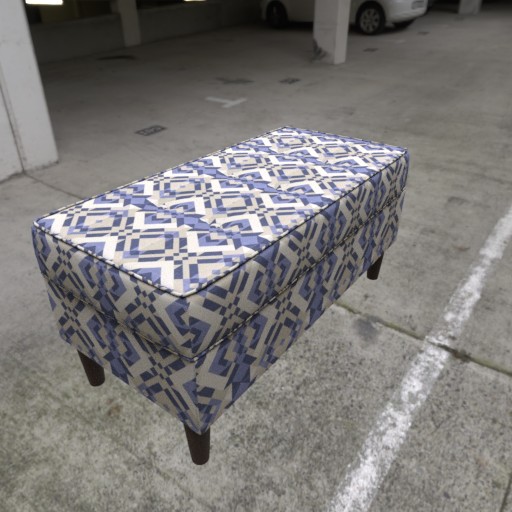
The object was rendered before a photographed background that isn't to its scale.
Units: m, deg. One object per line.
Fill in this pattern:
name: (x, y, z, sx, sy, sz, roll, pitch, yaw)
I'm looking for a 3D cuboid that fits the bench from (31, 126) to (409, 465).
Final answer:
bench: (0.000, 0.000, 1.277, 0.492, 0.477, 1.016, 21, 36, 31)
